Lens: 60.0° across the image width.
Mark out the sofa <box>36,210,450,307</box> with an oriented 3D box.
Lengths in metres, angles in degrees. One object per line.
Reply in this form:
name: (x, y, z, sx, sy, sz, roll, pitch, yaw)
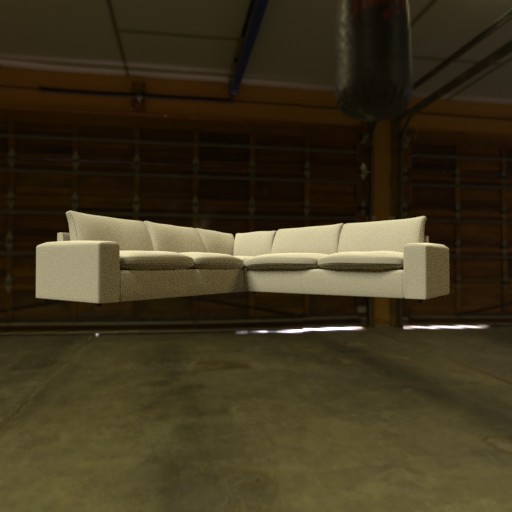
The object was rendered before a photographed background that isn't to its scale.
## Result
sofa: (0.000, 0.000, 4.726, 3.206, 0.918, 3.066, -1, -1, 36)
